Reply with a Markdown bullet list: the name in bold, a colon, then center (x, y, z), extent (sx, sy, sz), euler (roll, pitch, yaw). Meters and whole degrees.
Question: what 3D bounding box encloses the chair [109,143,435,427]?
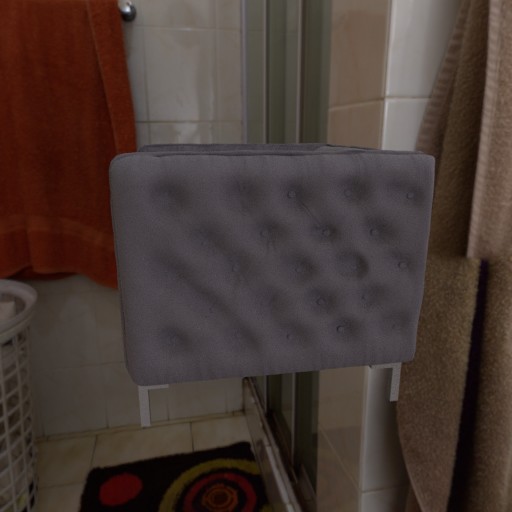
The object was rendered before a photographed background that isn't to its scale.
- **chair**: center (0.000, 0.000, 1.670), extent (0.913, 0.807, 0.946), euler (-3, 16, -9)
